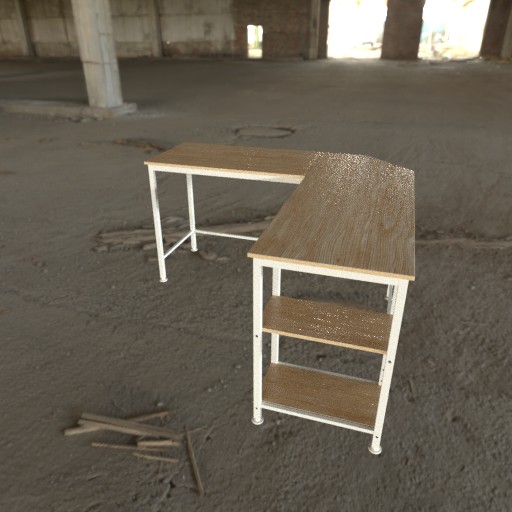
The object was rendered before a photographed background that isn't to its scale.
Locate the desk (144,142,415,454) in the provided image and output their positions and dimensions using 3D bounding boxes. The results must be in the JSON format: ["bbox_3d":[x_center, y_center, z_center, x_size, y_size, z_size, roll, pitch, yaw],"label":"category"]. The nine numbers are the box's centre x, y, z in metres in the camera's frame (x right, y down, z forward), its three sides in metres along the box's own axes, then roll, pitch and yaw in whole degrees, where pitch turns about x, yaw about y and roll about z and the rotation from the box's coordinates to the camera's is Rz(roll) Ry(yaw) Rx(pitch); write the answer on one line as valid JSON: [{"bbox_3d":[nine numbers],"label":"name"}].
[{"bbox_3d":[0.000,0.000,2.194,1.379,0.739,1.379,8,28,16],"label":"desk"}]
